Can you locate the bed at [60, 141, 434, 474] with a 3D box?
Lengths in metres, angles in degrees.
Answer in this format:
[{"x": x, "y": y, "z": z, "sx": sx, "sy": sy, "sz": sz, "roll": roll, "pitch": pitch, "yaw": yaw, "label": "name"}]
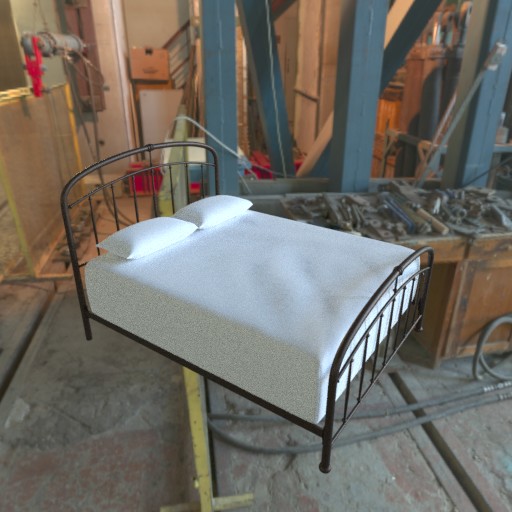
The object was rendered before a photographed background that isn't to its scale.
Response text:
[{"x": 0.000, "y": 0.000, "z": 3.316, "sx": 2.180, "sy": 1.425, "sz": 1.711, "roll": 17, "pitch": 30, "yaw": 32, "label": "bed"}]
